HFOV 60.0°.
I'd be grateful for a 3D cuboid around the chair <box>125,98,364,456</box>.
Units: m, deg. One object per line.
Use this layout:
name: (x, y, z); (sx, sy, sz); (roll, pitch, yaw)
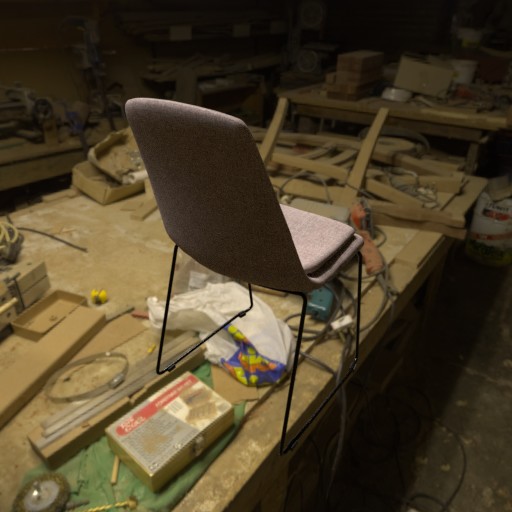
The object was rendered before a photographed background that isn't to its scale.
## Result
chair: (0.000, 0.000, 1.171); (0.479, 0.858, 0.518); (21, 36, 32)
